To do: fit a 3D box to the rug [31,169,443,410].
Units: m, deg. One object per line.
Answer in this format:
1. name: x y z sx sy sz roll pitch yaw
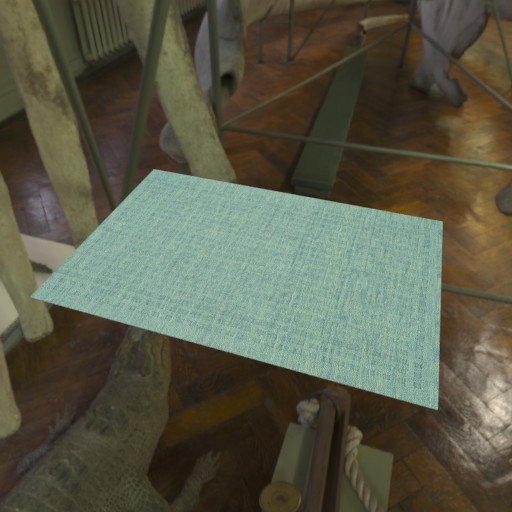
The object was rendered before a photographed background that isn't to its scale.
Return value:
1. rug: 0.000 0.000 2.873 2.286 0.006 1.522 12 43 14
